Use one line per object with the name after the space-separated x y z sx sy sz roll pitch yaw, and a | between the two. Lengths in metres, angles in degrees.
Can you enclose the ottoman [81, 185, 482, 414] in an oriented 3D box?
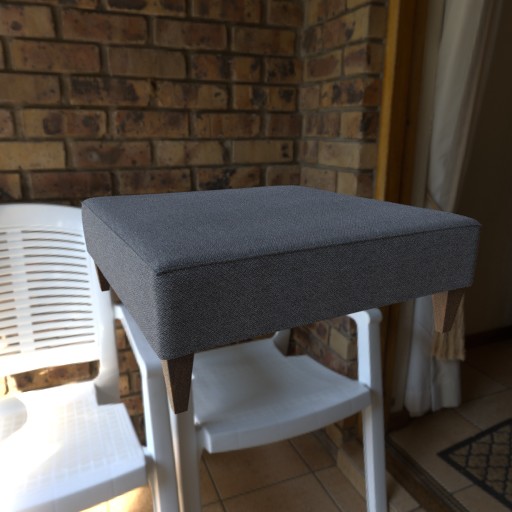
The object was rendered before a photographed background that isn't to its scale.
0.000 0.000 1.498 0.970 0.378 0.981 -8 18 -27 | ottoman
